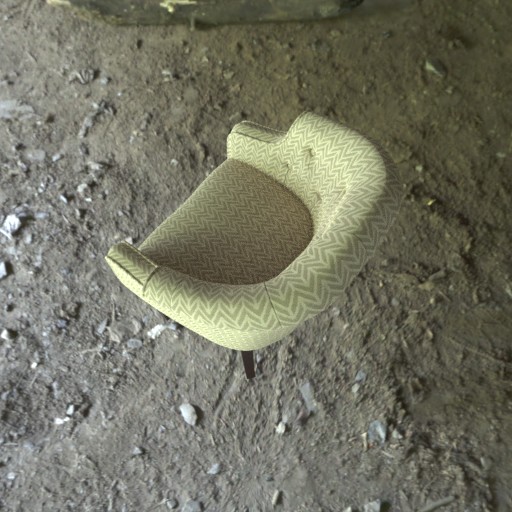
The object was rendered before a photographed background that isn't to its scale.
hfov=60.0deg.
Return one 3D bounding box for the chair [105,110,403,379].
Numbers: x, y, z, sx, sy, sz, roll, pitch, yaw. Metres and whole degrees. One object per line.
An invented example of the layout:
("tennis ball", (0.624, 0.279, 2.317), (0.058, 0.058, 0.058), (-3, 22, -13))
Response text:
("chair", (0.000, 0.000, 1.356), (0.613, 0.858, 0.686), (34, 69, 15))
